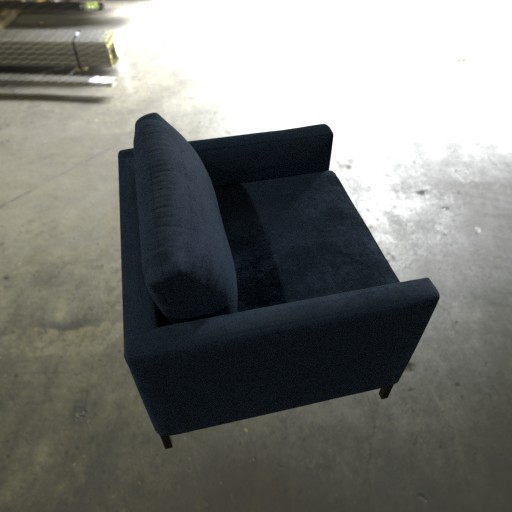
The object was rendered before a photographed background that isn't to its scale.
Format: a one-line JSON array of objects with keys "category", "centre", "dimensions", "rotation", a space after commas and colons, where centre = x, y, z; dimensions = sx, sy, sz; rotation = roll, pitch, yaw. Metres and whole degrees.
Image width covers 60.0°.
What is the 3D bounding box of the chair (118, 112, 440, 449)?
[{"category": "chair", "centre": [0.000, 0.000, 1.602], "dimensions": [0.875, 0.812, 0.964], "rotation": [-10, 47, -9]}]
